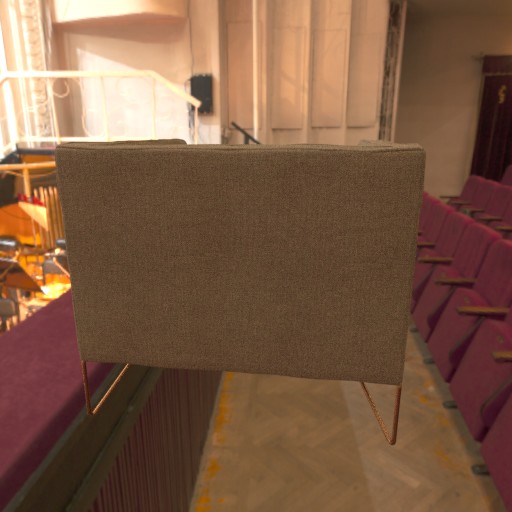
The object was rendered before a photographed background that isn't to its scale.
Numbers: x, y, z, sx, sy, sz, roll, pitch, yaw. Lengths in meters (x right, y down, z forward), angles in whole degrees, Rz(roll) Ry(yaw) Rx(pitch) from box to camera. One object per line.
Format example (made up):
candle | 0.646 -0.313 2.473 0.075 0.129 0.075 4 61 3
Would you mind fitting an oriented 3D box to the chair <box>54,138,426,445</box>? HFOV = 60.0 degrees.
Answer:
chair | 0.000 0.000 1.566 0.920 0.799 0.912 2 16 8
